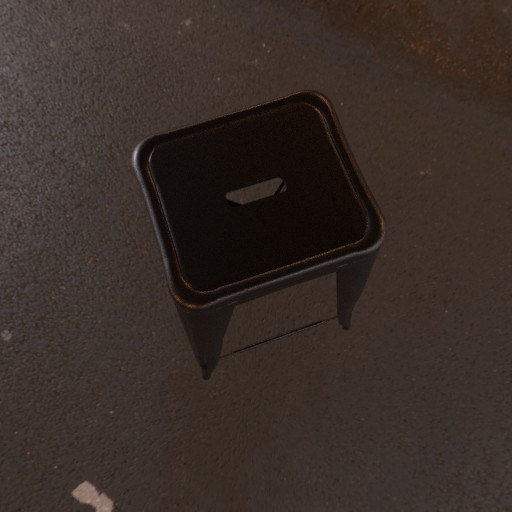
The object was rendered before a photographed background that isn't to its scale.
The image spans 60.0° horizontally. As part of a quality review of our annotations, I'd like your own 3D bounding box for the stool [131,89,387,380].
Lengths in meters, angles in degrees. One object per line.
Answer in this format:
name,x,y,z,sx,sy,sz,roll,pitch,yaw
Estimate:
stool,0.000,0.000,0.871,0.399,0.609,0.359,-19,74,-5
